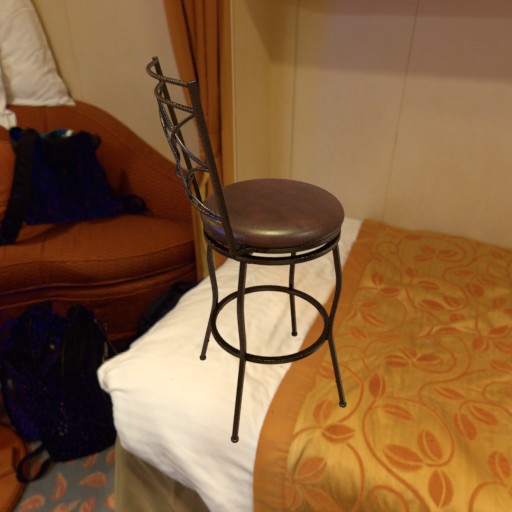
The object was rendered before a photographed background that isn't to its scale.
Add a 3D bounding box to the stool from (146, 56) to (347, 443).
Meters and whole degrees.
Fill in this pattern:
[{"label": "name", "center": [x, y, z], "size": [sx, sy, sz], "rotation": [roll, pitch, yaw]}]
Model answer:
[{"label": "stool", "center": [0.000, 0.000, 1.383], "size": [0.534, 1.117, 0.434], "rotation": [-11, 32, -18]}]
